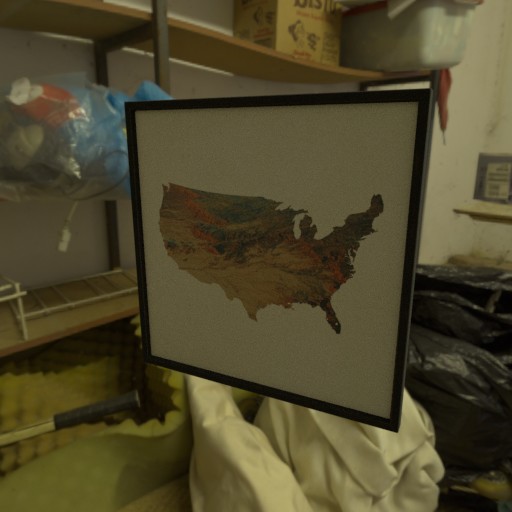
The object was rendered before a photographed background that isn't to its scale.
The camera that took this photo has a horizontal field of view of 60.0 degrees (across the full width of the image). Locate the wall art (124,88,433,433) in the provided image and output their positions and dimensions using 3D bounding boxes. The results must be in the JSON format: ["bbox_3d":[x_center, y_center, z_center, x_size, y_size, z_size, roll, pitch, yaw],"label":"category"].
[{"bbox_3d":[0.000,0.000,0.447,0.304,0.303,0.015,7,17,26],"label":"wall art"}]
